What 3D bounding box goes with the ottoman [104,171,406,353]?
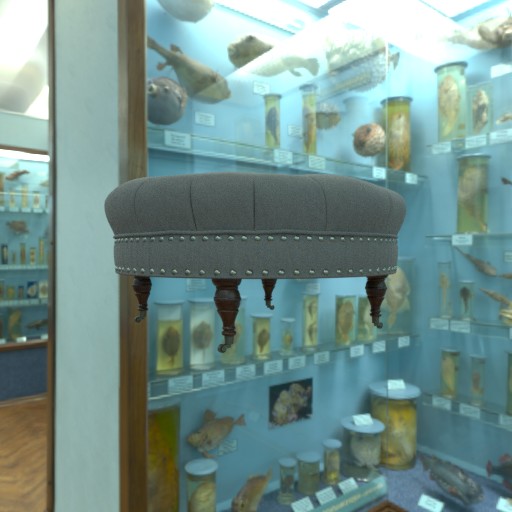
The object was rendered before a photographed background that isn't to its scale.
[{"bbox_3d":[0.000,0.000,1.395,0.901,0.439,0.901,0,1,0],"label":"ottoman"}]
